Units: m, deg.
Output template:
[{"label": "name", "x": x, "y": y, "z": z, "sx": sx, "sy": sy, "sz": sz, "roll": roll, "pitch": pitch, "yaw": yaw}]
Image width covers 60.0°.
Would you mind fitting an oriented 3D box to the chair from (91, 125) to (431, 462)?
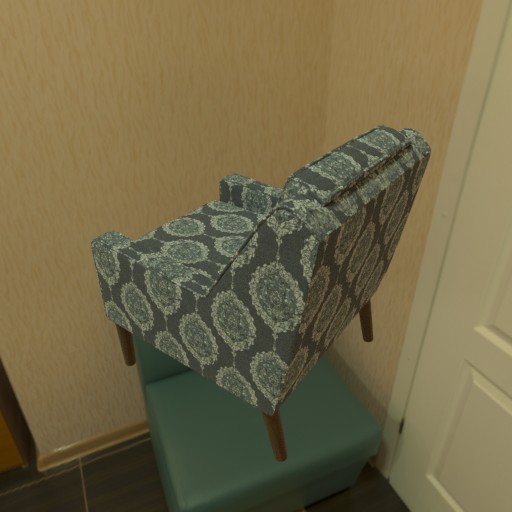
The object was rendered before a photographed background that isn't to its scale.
[{"label": "chair", "x": 0.000, "y": 0.000, "z": 1.352, "sx": 0.743, "sy": 0.792, "sz": 0.663, "roll": 20, "pitch": 37, "yaw": 30}]
